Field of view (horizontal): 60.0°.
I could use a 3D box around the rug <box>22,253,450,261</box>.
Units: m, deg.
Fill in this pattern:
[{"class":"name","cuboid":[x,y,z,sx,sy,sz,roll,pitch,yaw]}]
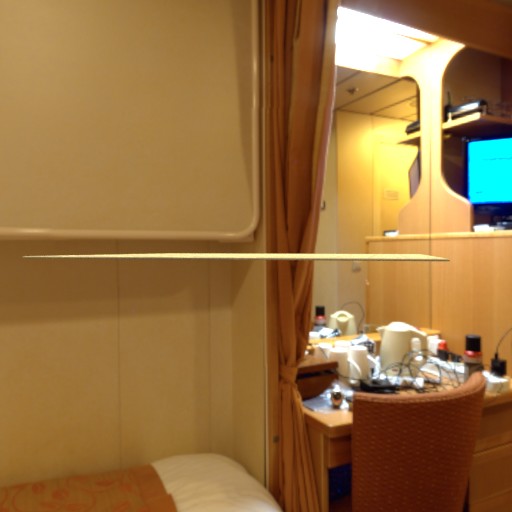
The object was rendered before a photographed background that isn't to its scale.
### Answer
[{"class":"rug","cuboid":[0.000,0.000,3.923,2.895,0.018,2.288,0,1,17]}]
